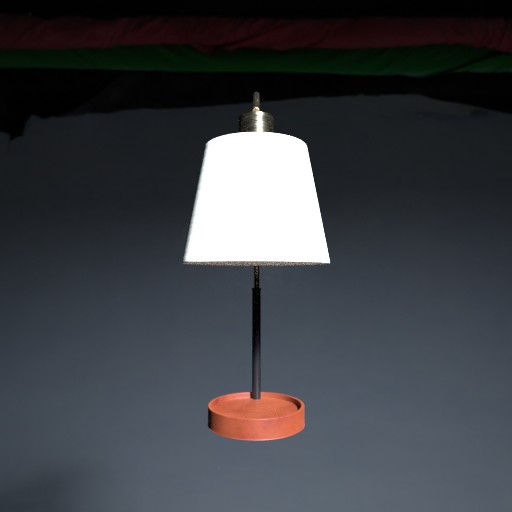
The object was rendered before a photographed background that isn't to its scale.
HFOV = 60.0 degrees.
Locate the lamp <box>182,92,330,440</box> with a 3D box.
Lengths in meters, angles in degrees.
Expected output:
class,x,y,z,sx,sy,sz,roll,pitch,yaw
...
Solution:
class,x,y,z,sx,sy,sz,roll,pitch,yaw
lamp,0.000,0.000,0.673,0.211,0.536,0.273,0,-3,0
